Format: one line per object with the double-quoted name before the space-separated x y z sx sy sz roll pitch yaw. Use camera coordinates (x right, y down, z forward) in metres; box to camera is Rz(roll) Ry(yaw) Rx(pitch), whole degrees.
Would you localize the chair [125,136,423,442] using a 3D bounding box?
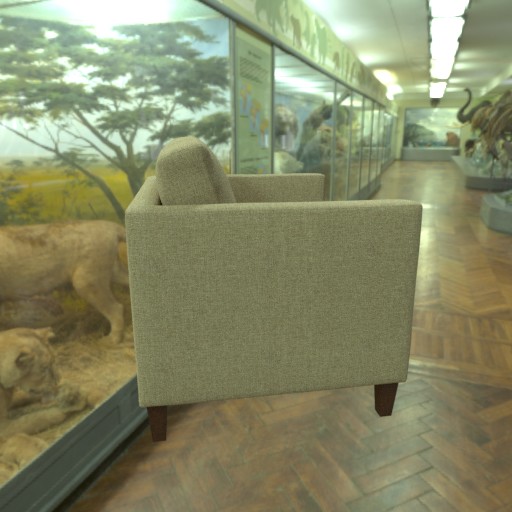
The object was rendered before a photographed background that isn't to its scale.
"chair" 0.000 0.000 1.898 0.959 0.987 1.107 -3 16 -9
